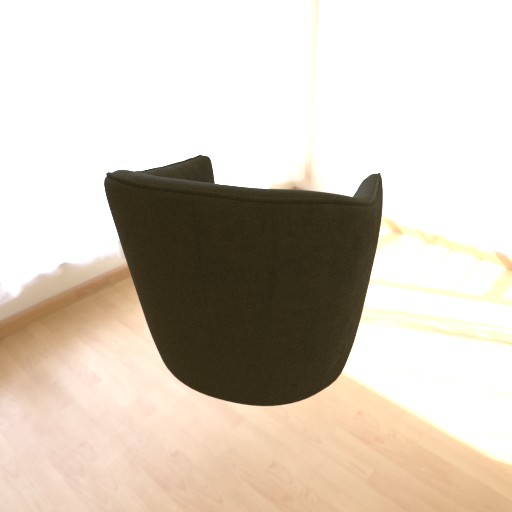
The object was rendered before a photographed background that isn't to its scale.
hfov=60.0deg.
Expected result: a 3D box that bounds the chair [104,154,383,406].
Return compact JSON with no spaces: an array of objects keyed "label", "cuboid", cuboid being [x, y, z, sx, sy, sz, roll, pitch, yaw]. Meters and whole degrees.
[{"label":"chair","cuboid":[0.000,0.000,1.443,0.747,0.799,0.875,9,32,14]}]
